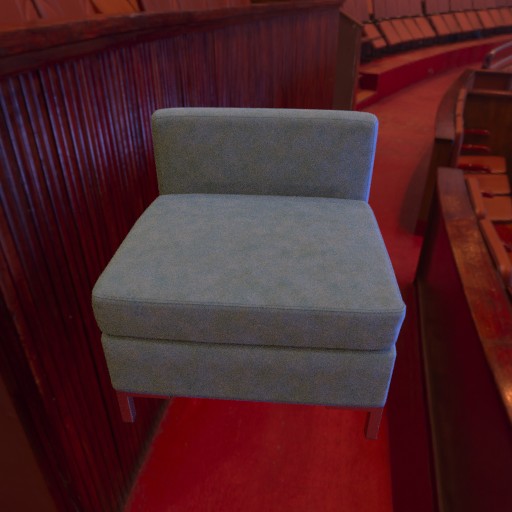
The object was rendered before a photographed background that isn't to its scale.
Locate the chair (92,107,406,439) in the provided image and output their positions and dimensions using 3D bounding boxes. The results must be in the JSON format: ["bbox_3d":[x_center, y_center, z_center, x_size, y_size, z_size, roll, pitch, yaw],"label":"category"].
[{"bbox_3d":[0.000,0.000,1.229,0.684,0.660,0.685,2,31,4],"label":"chair"}]
